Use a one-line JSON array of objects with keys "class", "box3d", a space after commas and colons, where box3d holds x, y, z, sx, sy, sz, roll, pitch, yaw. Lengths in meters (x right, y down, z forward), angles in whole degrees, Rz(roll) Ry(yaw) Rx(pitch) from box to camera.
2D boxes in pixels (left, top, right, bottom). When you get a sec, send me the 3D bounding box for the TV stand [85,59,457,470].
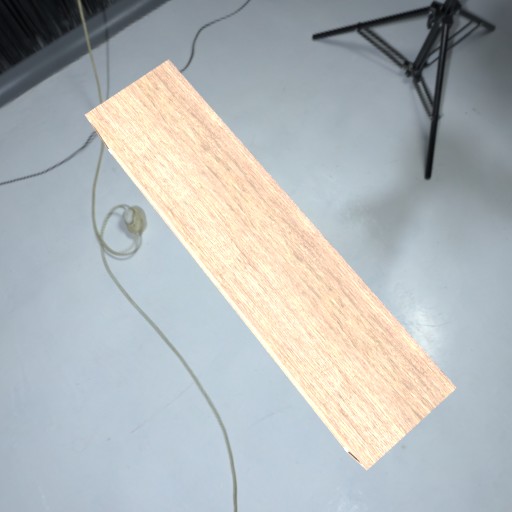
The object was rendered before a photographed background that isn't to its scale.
[{"class": "TV stand", "box3d": [0.000, 0.000, 1.651, 0.366, 0.409, 1.482, -38, 79, -9]}]
